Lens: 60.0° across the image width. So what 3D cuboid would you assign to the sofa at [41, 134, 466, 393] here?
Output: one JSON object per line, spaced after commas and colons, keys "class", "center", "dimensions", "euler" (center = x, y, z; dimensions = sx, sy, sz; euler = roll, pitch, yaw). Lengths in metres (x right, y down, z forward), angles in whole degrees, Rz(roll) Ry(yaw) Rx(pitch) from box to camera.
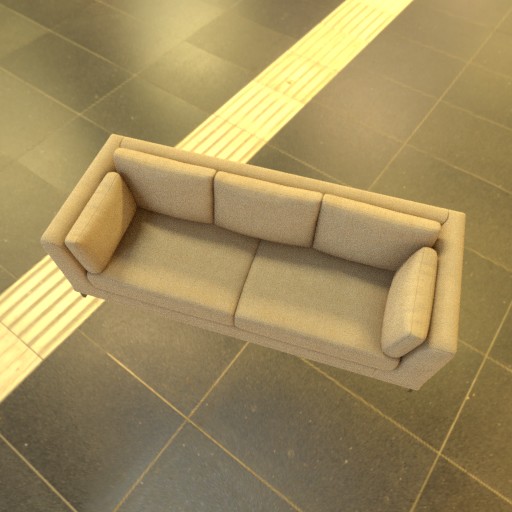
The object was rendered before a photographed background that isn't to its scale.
{"class": "sofa", "center": [0.000, 0.000, 2.934], "dimensions": [2.415, 0.867, 0.969], "euler": [14, 59, 9]}
